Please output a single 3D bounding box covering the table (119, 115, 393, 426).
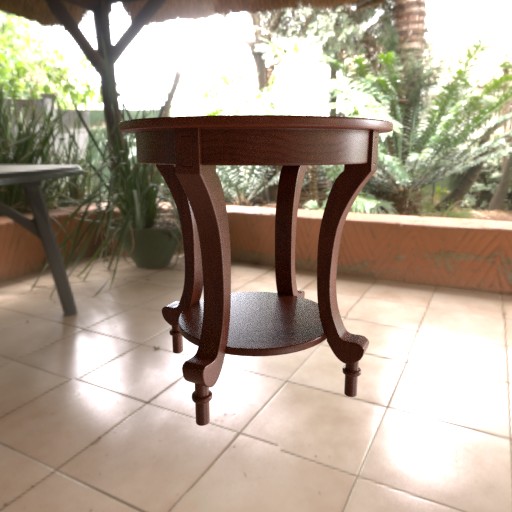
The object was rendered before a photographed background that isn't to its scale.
[{"bbox_3d":[0.000,0.000,1.077,0.597,0.612,0.597,0,14,0],"label":"table"}]
